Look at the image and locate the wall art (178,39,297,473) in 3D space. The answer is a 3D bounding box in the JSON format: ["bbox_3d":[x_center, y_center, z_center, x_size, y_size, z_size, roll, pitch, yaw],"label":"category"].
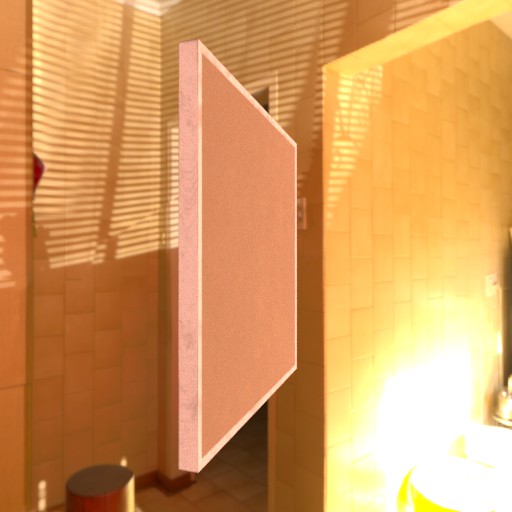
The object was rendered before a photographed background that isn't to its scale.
[{"bbox_3d":[0.000,0.000,1.140,0.038,0.757,0.760,0,0,18],"label":"wall art"}]
